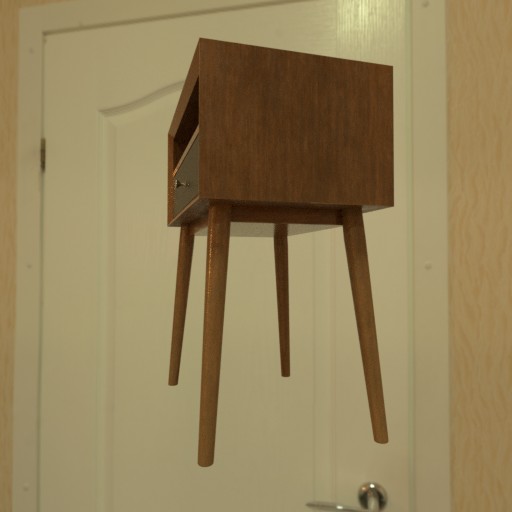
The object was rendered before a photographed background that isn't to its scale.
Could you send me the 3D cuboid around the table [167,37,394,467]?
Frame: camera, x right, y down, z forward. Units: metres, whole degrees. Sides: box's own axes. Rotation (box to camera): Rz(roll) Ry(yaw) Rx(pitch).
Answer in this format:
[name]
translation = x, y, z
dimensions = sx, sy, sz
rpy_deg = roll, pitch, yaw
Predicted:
[table]
translation = 0.000, 0.000, 0.852
dimensions = 0.307, 0.580, 0.454
rpy_deg = 0, -1, -17
